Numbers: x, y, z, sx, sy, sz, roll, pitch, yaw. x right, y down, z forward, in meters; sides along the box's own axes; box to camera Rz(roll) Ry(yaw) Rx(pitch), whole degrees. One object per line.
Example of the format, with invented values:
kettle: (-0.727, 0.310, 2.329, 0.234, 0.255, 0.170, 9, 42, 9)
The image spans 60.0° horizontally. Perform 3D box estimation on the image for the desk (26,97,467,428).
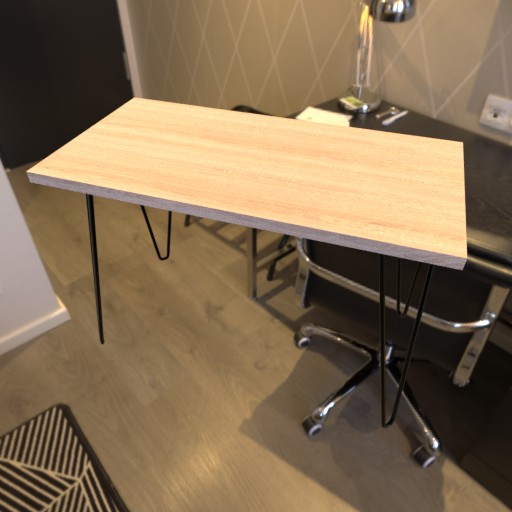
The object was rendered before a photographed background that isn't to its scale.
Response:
desk: (0.000, 0.000, 1.332, 0.991, 0.660, 0.499, 12, 42, 14)
